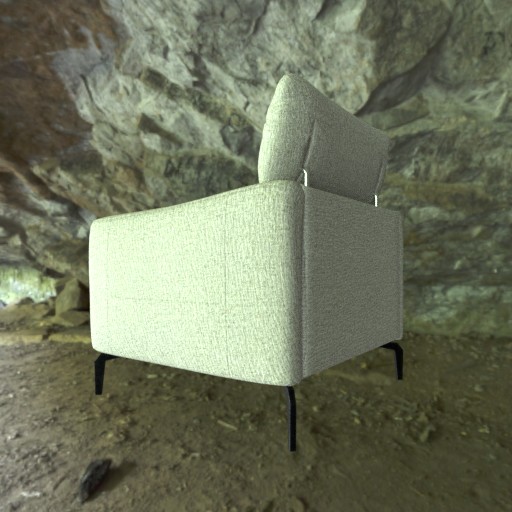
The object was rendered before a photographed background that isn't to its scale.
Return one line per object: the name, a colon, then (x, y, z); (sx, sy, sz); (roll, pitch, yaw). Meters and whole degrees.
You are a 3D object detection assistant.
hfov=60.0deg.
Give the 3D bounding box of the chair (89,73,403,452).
chair: (0.000, 0.000, 1.654); (0.835, 0.967, 0.972); (-1, -1, 36)
